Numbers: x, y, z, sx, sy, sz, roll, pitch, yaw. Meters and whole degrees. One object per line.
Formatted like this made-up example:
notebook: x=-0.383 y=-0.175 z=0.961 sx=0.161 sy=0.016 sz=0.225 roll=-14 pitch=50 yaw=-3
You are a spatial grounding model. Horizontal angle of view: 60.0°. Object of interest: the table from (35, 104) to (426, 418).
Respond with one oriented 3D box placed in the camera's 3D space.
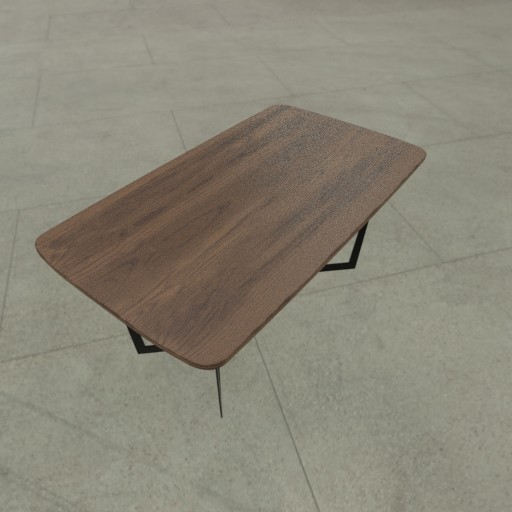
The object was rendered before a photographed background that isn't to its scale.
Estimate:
table: x=0.000 y=0.000 z=2.174 sx=0.949 sy=0.765 sz=1.643 roll=28 pitch=49 yaw=27
